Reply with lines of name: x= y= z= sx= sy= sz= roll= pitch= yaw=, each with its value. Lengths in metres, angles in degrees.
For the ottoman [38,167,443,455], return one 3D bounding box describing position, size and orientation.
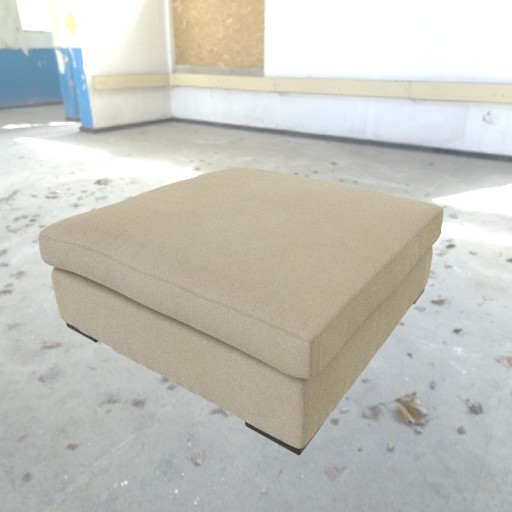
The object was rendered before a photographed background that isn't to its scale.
ottoman: x=0.000 y=0.000 z=1.841 sx=1.190 sy=0.522 sz=1.205 roll=17 pitch=30 yaw=32
